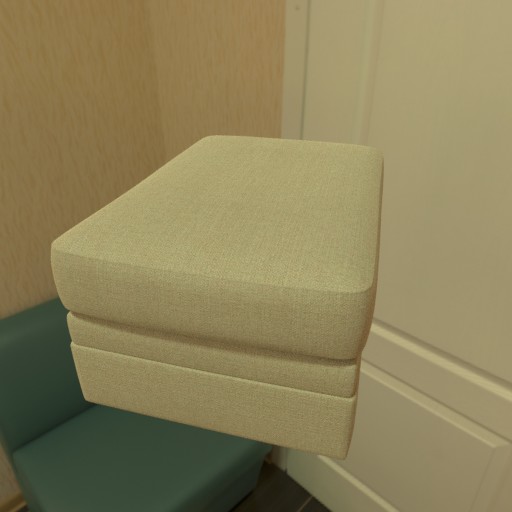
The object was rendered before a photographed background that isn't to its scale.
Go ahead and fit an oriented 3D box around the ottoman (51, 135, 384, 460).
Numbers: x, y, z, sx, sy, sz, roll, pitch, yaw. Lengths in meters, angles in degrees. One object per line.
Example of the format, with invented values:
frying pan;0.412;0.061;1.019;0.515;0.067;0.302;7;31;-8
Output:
ottoman;0.000;0.000;1.223;0.637;0.478;0.885;8;30;13
